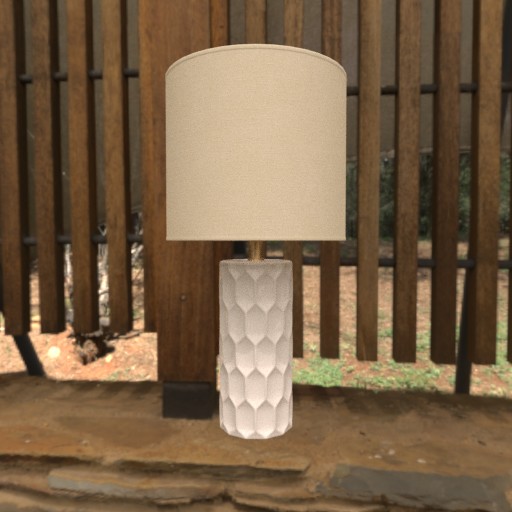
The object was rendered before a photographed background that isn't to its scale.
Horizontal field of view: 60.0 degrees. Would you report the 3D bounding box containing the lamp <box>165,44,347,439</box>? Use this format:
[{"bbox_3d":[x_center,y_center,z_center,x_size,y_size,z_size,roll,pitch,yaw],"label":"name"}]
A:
[{"bbox_3d":[0.000,0.000,0.698,0.277,0.537,0.277,0,2,0],"label":"lamp"}]
